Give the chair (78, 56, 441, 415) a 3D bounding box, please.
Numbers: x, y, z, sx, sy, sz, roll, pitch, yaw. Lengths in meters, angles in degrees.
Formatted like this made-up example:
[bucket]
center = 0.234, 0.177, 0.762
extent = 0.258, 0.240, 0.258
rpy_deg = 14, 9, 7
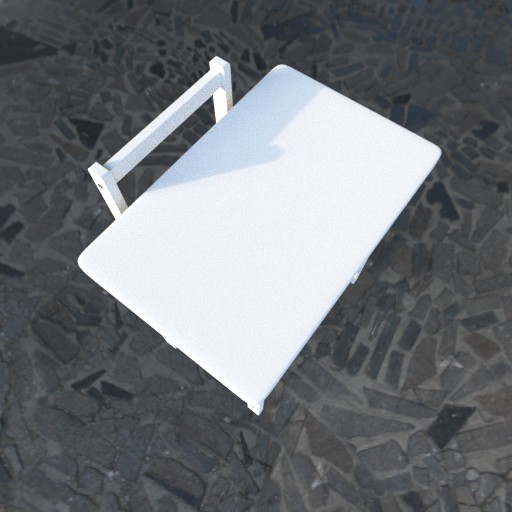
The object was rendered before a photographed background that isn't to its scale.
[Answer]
[chair]
center = 0.000, 0.000, 1.054
extent = 0.461, 0.673, 0.599
rpy_deg = 35, 69, 15
